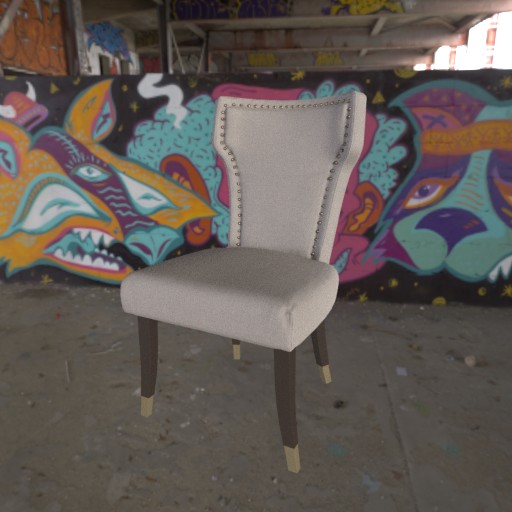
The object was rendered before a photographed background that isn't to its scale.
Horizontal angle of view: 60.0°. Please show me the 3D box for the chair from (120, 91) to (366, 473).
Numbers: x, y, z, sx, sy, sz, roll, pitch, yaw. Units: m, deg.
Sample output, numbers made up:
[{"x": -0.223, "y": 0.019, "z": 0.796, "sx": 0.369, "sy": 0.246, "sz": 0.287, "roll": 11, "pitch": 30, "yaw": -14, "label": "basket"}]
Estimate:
[{"x": 0.000, "y": 0.000, "z": 1.337, "sx": 0.526, "sy": 0.950, "sz": 0.630, "roll": 8, "pitch": 17, "yaw": 27, "label": "chair"}]
